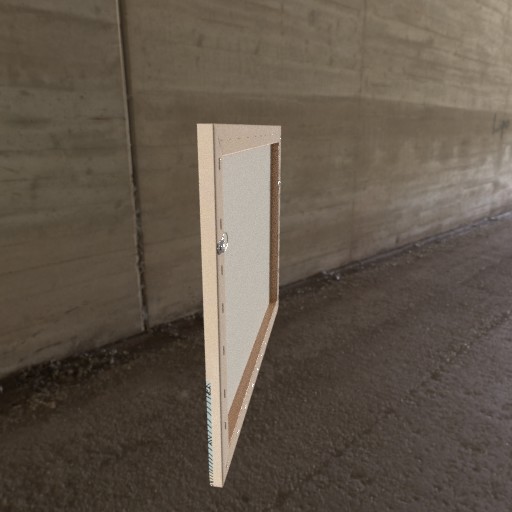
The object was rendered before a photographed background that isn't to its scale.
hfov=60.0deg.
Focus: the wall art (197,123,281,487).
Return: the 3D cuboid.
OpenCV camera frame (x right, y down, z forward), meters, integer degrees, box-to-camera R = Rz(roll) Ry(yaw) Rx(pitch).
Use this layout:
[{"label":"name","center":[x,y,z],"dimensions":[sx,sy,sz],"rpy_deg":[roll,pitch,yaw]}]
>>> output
[{"label":"wall art","center":[0.000,0.000,1.611],"dimensions":[0.042,0.912,1.219],"rpy_deg":[3,16,9]}]
